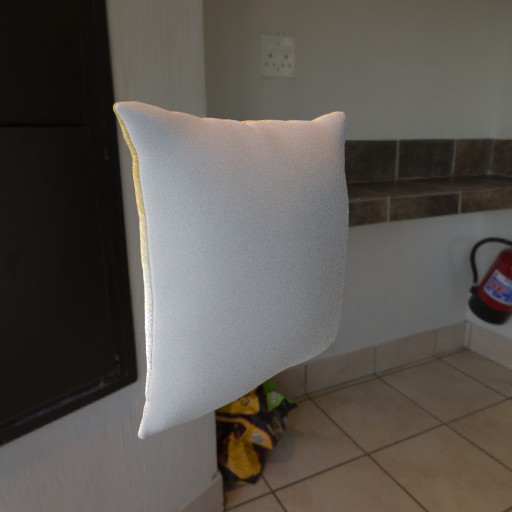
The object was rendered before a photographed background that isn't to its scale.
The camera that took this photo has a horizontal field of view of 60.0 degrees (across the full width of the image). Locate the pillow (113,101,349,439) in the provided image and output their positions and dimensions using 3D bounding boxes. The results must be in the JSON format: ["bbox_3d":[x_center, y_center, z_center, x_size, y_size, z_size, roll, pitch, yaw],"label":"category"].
[{"bbox_3d":[0.000,0.000,0.705,0.450,0.450,0.211,-15,21,-43],"label":"pillow"}]
